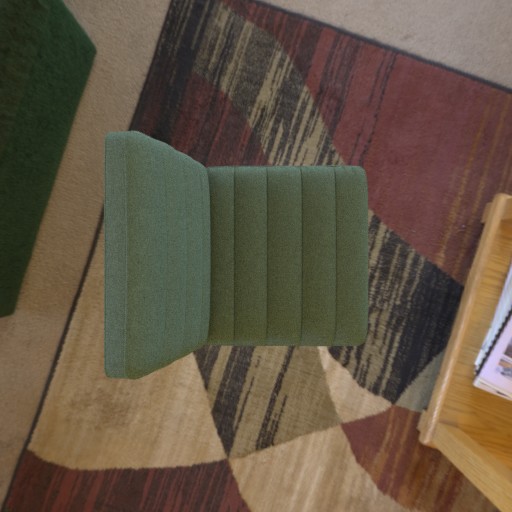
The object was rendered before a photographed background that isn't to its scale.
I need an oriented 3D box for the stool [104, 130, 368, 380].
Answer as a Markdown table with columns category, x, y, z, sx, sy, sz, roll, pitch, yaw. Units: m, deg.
| category | x | y | z | sx | sy | sz | roll | pitch | yaw |
| --- | --- | --- | --- | --- | --- | --- | --- | --- | --- |
| stool | 0.000 | 0.000 | 1.248 | 0.560 | 0.940 | 0.460 | 0 | 90 | -1 |
